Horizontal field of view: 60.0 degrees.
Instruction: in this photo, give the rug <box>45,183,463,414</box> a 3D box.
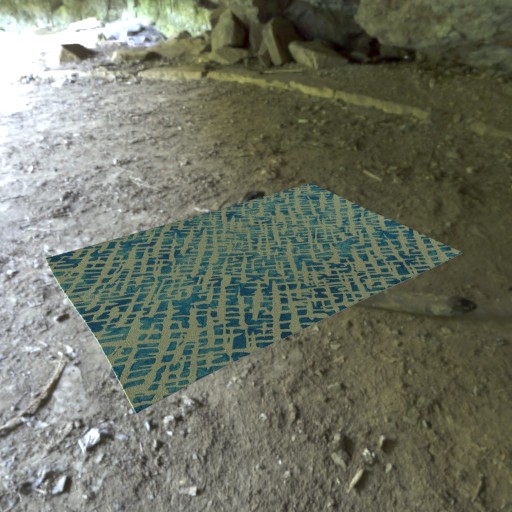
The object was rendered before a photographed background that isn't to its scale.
[{"bbox_3d":[0.000,0.000,2.322,1.830,0.011,1.209,-20,36,-30],"label":"rug"}]
